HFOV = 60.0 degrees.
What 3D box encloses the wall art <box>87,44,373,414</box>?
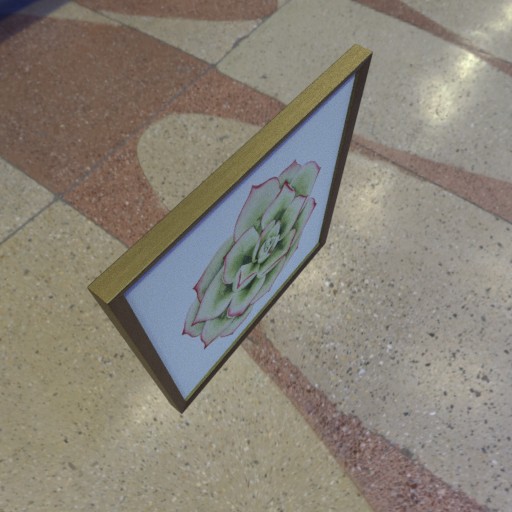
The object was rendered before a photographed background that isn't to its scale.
[{"bbox_3d":[0.000,0.000,0.751,0.031,0.506,0.503,34,65,19],"label":"wall art"}]
